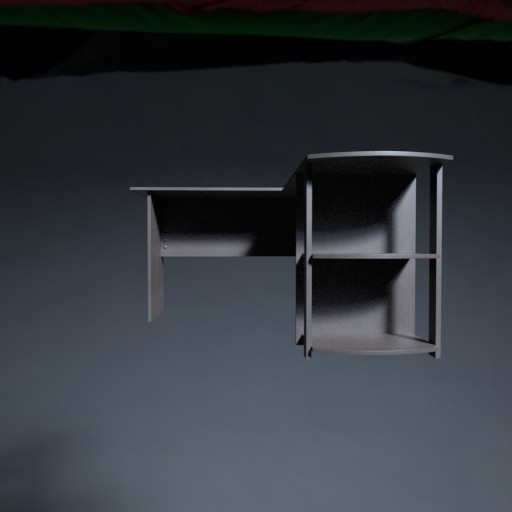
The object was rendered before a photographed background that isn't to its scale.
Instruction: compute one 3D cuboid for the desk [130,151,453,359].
[{"bbox_3d":[0.000,0.000,2.115,1.303,0.716,1.361,0,1,-2],"label":"desk"}]
